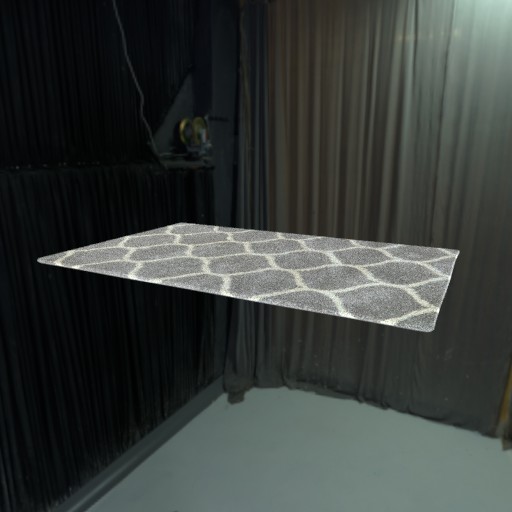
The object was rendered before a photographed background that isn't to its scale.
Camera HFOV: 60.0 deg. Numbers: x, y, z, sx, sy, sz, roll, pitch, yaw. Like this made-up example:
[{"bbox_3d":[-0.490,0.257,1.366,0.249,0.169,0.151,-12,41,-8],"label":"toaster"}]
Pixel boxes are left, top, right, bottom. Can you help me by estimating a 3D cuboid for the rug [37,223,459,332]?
[{"bbox_3d":[0.000,0.000,2.906,2.348,0.025,1.501,7,16,27],"label":"rug"}]
